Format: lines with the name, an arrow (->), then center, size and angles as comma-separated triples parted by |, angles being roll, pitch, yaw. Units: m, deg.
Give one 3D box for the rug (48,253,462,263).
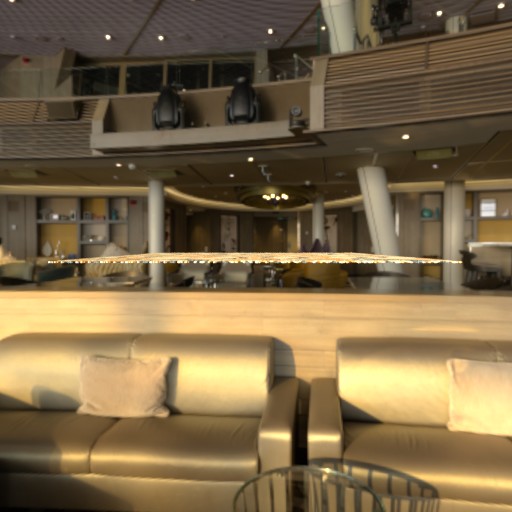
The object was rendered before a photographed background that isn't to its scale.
rug -> 0.000, 0.000, 4.115 | 2.439, 0.010, 3.048 | 0, 1, 0
